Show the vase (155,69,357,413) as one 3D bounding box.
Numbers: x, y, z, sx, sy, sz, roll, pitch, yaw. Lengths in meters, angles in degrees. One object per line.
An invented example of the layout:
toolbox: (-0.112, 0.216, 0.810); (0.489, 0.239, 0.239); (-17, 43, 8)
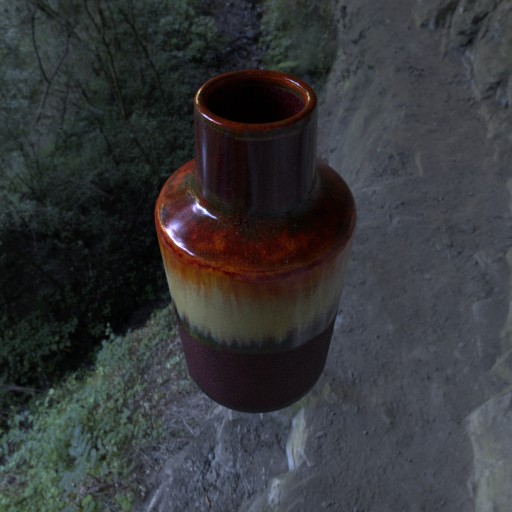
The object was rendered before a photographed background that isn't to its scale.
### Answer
vase: (0.000, 0.000, 0.266); (0.108, 0.204, 0.108); (0, 47, 0)
